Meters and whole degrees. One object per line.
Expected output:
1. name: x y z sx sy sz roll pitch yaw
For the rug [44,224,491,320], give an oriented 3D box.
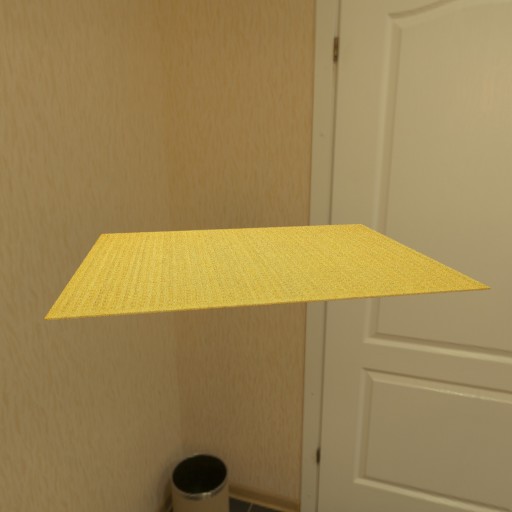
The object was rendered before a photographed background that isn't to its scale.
1. rug: 0.000 0.000 4.327 3.242 0.015 2.486 -3 16 -10
